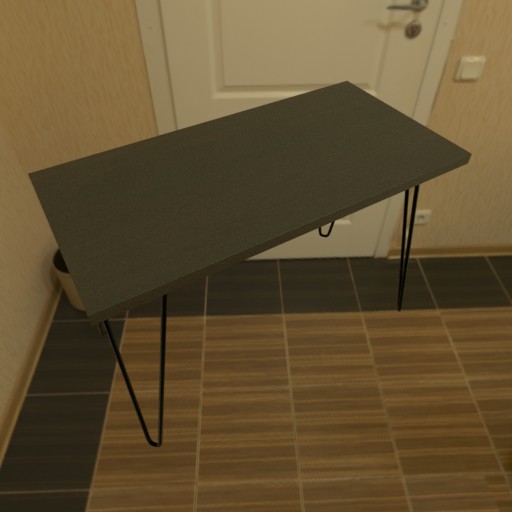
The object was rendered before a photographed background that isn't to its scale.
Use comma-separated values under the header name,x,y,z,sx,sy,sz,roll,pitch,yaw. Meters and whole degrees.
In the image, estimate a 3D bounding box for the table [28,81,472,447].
name,x,y,z,sx,sy,sz,roll,pitch,yaw
table,0.000,0.000,1.340,0.991,0.660,0.499,-23,50,-21
